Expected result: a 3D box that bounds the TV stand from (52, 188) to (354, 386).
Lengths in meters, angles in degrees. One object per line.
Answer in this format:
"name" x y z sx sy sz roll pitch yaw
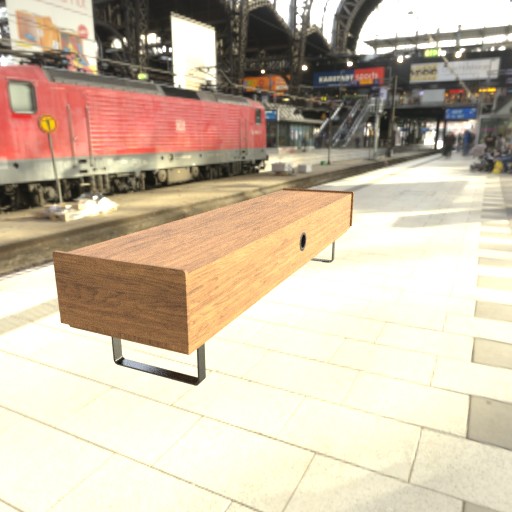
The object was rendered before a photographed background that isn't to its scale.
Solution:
"TV stand" 0.000 0.000 2.025 0.467 0.415 1.796 7 17 24
